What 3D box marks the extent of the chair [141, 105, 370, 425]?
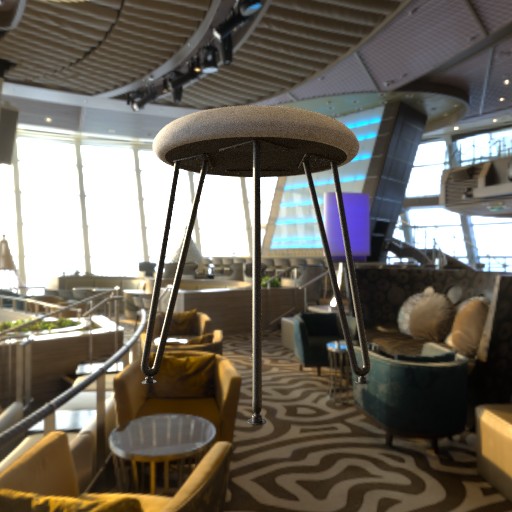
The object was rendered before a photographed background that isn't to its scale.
[{"bbox_3d":[0.000,0.000,0.678,0.350,0.386,0.350,0,0,0],"label":"chair"}]
